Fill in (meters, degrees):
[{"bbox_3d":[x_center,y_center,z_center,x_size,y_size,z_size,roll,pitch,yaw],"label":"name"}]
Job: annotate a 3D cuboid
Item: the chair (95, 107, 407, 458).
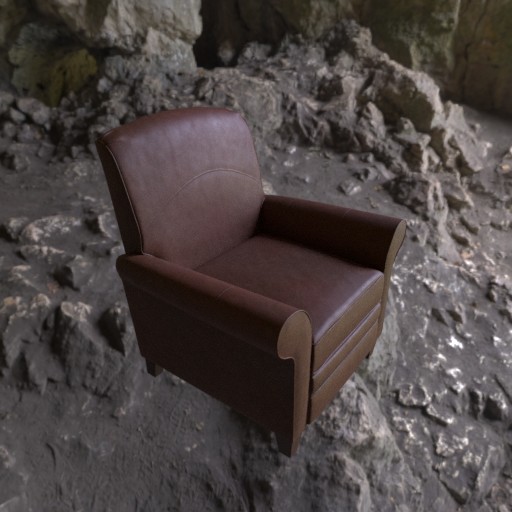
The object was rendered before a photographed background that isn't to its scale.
[{"bbox_3d":[0.000,0.000,1.786,0.902,1.061,0.978,19,32,32],"label":"chair"}]
